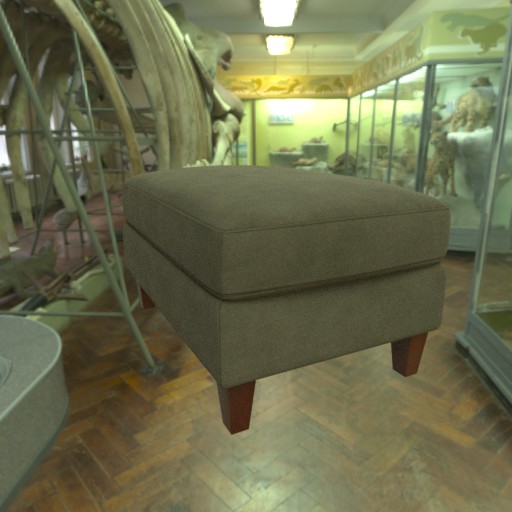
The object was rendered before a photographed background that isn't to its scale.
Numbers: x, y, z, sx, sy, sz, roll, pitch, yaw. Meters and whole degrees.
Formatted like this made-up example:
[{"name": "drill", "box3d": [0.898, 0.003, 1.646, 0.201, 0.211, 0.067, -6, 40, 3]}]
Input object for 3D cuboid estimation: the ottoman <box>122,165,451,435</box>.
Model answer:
[{"name": "ottoman", "box3d": [0.000, 0.000, 1.259, 0.584, 0.483, 0.864, -8, 18, -26]}]
